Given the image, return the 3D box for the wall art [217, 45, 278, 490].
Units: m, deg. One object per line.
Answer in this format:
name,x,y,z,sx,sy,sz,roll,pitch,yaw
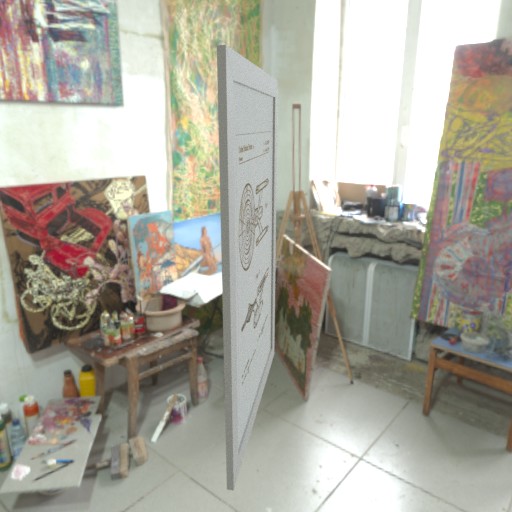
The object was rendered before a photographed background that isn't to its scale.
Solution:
wall art,0.000,0.000,0.837,0.011,0.659,0.454,3,17,10
